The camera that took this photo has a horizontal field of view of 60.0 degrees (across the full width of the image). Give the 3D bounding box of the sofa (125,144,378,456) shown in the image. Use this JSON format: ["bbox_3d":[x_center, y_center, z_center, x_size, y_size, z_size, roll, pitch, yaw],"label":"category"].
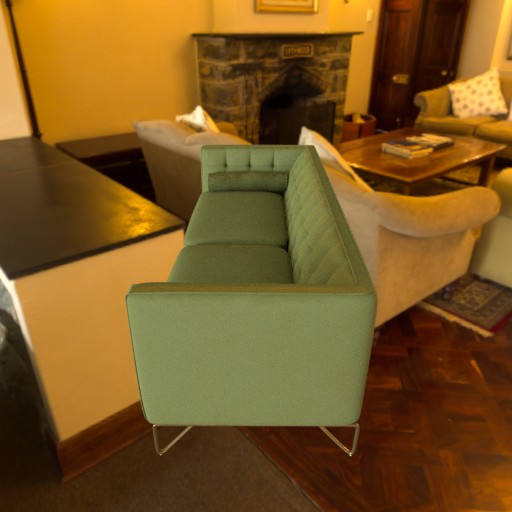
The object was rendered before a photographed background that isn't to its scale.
[{"bbox_3d":[0.000,0.000,2.529,0.867,0.789,2.087,0,27,1],"label":"sofa"}]
